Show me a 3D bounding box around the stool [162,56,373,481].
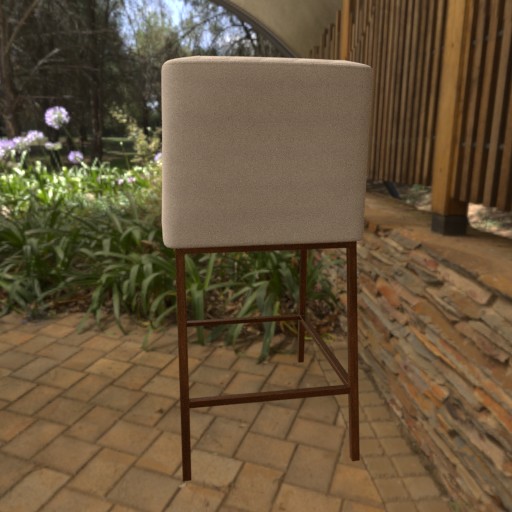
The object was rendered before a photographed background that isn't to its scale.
[{"bbox_3d":[0.000,0.000,1.275,0.507,0.973,0.576,-2,14,-9],"label":"stool"}]
